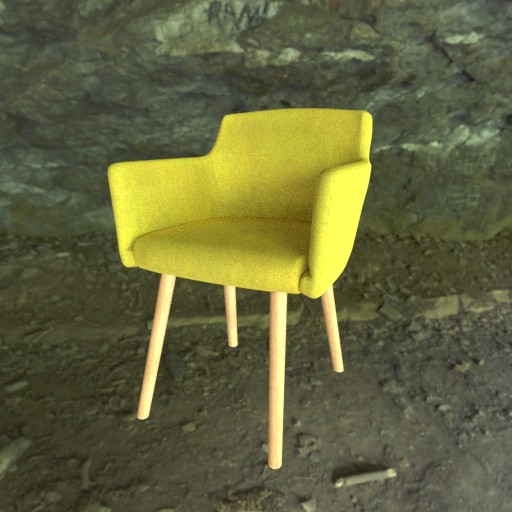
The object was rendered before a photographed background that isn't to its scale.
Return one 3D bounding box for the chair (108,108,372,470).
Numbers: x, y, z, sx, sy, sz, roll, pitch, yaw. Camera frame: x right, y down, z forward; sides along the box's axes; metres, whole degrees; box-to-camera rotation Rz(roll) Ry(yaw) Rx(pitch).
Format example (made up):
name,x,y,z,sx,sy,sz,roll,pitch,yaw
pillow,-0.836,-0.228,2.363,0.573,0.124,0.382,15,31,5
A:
name,x,y,z,sx,sy,sz,roll,pitch,yaw
chair,0.000,0.000,1.189,0.570,0.780,0.570,8,16,26
